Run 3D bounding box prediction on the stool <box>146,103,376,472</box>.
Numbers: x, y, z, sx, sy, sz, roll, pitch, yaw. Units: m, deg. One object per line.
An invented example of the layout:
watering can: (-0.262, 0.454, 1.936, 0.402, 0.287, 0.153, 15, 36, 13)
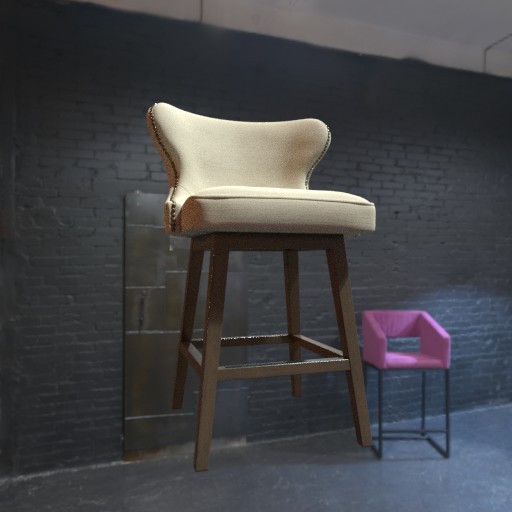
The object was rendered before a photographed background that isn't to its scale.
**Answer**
stool: (0.000, 0.000, 1.312, 0.615, 0.972, 0.597, 0, -1, -18)
